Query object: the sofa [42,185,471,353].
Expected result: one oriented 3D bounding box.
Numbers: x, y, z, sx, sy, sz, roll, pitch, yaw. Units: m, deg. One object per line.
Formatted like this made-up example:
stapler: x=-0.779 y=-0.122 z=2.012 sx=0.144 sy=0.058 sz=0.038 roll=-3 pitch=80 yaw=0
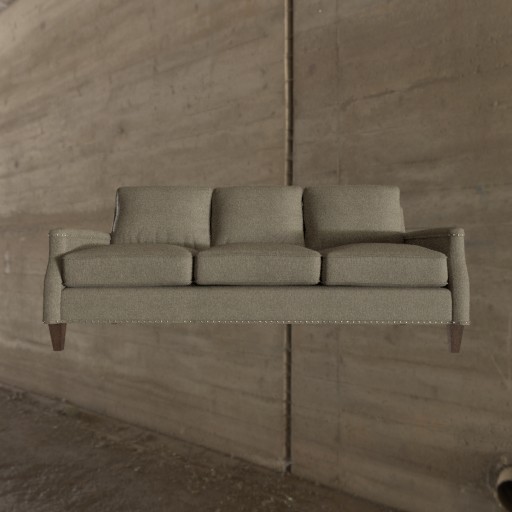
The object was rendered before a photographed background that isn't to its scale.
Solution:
sofa: x=0.000 y=0.000 z=2.824 sx=2.246 sy=1.003 sz=1.084 roll=0 pitch=0 yaw=1
